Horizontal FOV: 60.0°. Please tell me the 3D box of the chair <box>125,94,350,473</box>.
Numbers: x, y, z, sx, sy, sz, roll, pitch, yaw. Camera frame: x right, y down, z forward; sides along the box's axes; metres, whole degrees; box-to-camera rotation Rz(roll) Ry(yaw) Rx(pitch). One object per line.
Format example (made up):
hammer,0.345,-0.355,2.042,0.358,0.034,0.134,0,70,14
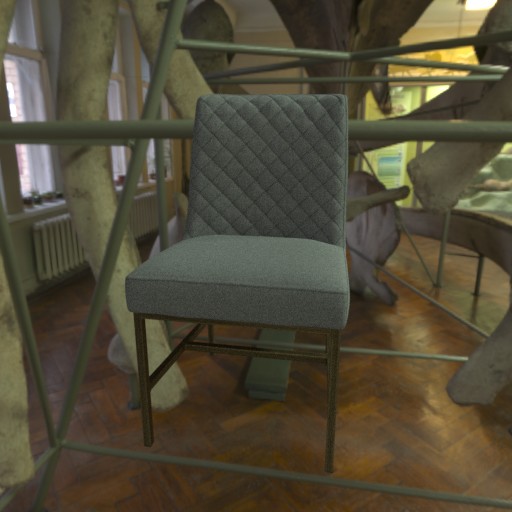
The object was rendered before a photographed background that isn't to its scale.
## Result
chair,0.000,0.000,1.227,0.508,0.889,0.587,3,16,11
